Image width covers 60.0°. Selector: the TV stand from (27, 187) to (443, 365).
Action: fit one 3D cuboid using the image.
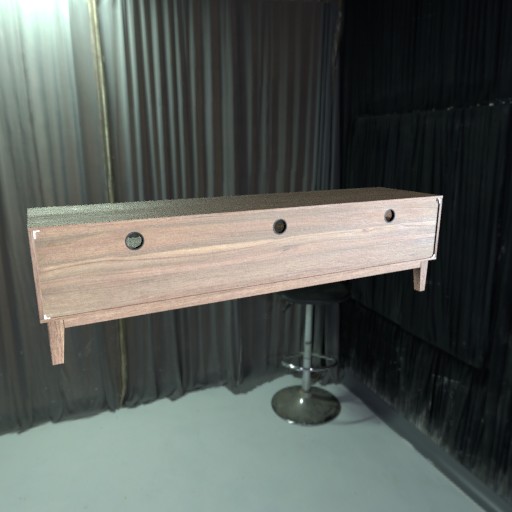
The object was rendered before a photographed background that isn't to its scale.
[{"bbox_3d":[0.000,0.000,1.657,1.482,0.409,0.366,-7,16,-26],"label":"TV stand"}]
